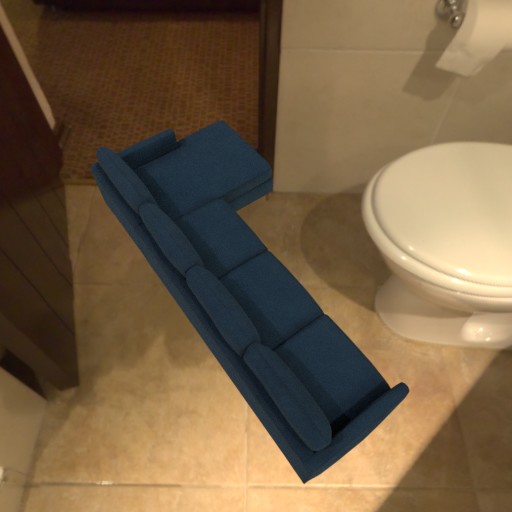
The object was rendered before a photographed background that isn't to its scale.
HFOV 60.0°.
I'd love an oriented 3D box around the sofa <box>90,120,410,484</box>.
[{"bbox_3d":[0.000,0.000,3.430,1.350,0.810,2.932,-31,62,-19],"label":"sofa"}]
